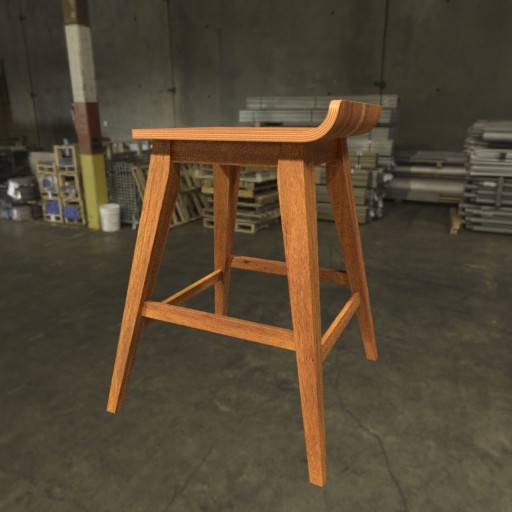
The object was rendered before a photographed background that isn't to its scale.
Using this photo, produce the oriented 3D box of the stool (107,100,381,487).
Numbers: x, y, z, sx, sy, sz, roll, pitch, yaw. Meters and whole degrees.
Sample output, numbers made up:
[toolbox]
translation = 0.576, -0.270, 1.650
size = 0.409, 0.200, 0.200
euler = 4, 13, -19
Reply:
[stool]
translation = 0.000, 0.000, 1.006
size = 0.500, 0.650, 0.500
euler = 8, 19, 24
